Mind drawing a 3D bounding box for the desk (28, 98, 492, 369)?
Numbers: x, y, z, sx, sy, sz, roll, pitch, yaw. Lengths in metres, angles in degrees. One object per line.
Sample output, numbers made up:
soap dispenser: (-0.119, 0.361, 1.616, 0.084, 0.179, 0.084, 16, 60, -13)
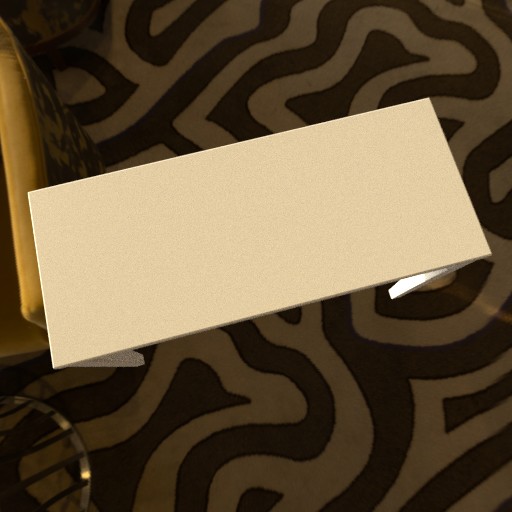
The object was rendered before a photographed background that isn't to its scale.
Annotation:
desk: (0.000, 0.000, 1.621, 1.220, 0.775, 0.508, -14, 76, -3)
